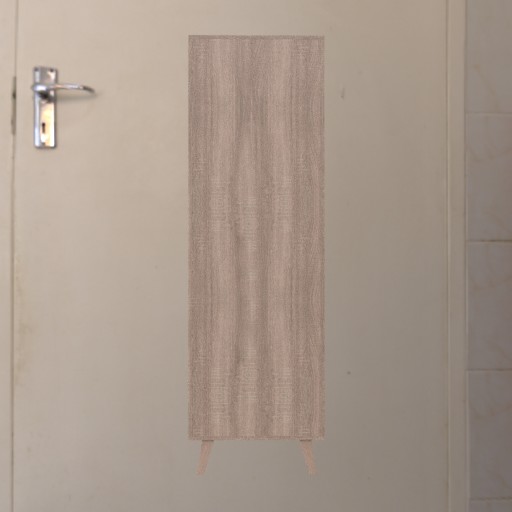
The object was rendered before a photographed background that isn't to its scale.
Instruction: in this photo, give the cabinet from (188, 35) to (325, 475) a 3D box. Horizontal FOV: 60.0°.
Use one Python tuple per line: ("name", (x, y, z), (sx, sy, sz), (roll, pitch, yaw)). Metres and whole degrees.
("cabinet", (0.000, 0.000, 2.055), (0.570, 1.850, 0.400), (0, 0, 0))
